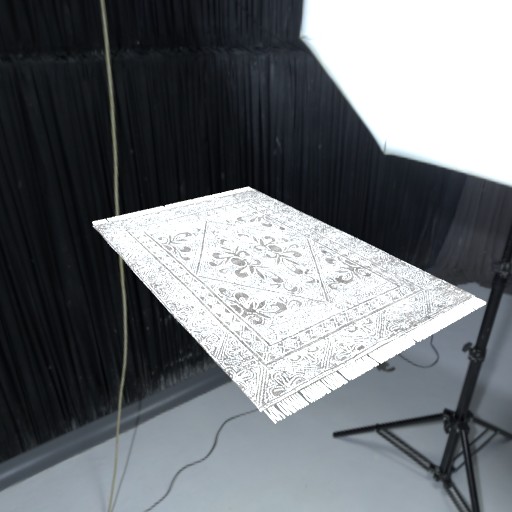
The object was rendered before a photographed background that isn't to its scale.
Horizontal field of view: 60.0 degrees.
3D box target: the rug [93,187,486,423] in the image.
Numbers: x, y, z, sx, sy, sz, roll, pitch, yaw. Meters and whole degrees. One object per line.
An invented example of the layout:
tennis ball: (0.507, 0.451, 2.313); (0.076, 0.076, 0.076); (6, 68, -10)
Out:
rug: (0.000, 0.000, 3.024); (1.529, 0.010, 2.440); (-18, 33, -30)
